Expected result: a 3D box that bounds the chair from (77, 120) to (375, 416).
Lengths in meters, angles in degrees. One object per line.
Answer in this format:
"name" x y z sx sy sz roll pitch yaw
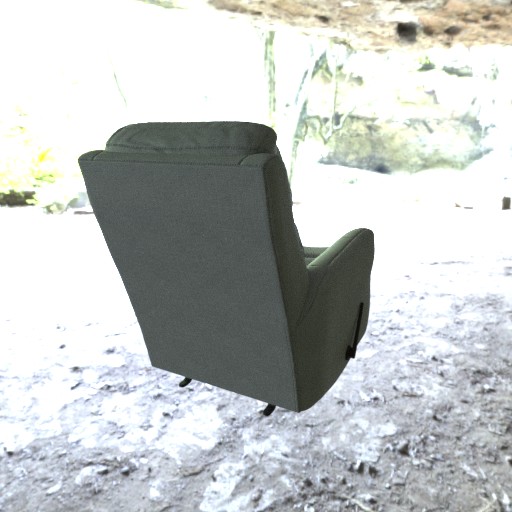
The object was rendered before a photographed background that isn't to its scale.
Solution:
"chair" 0.000 0.000 1.793 0.829 1.030 1.080 9 18 28
